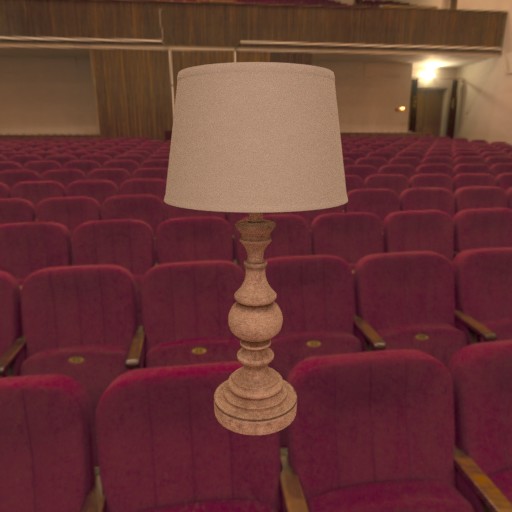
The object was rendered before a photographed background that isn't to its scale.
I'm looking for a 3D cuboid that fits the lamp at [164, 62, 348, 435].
[{"bbox_3d":[0.000,0.000,0.862,0.340,0.678,0.340,0,15,0],"label":"lamp"}]
